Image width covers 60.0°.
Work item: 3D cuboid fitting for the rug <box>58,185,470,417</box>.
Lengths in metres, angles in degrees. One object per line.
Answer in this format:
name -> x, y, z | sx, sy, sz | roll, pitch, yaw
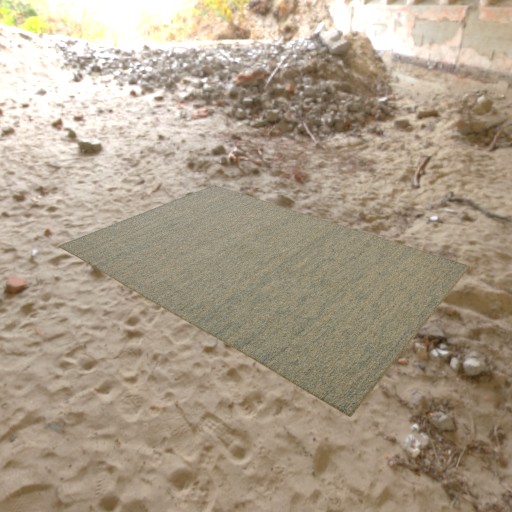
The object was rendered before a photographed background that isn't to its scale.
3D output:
rug -> 0.000, 0.000, 2.952 | 2.283, 0.013, 1.547 | 22, 37, 34
